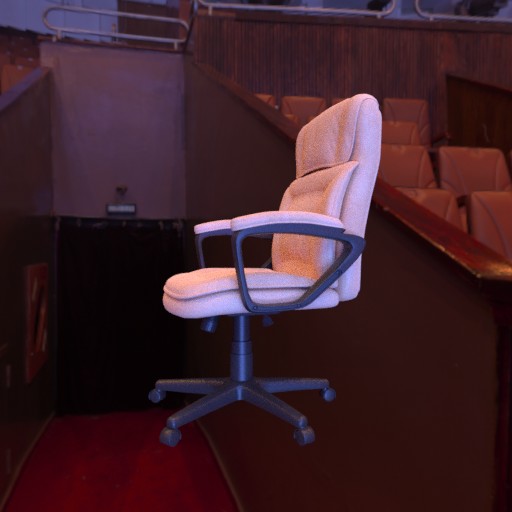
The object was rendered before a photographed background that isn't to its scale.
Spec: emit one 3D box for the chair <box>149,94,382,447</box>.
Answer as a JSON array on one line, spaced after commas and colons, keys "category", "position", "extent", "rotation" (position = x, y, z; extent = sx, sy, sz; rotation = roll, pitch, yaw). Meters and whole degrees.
[{"category": "chair", "position": [0.000, 0.000, 1.579], "extent": [0.724, 1.105, 0.667], "rotation": [-1, 2, -18]}]
